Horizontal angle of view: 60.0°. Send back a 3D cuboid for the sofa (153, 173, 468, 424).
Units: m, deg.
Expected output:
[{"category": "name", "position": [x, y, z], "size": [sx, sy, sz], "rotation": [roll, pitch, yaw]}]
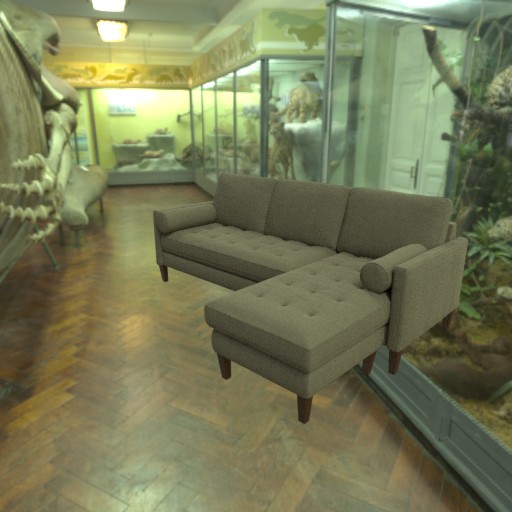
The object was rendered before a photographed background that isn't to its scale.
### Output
[{"category": "sofa", "position": [0.000, 0.000, 2.949], "size": [2.178, 0.875, 1.506], "rotation": [15, 23, 41]}]
